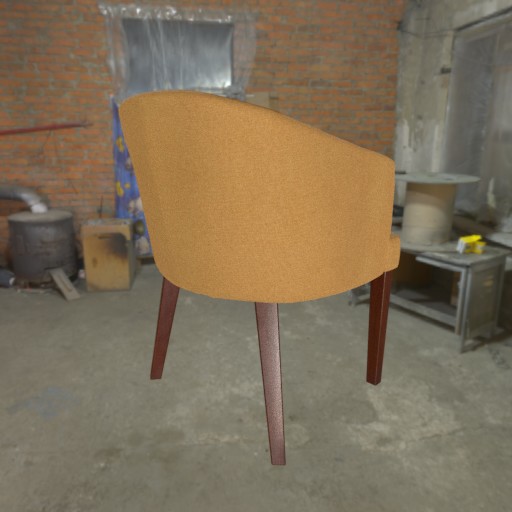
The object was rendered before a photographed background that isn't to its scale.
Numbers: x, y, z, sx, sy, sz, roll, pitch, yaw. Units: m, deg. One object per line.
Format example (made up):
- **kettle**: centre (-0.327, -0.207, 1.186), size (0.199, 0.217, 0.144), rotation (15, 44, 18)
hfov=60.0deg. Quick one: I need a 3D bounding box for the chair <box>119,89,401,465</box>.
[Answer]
- **chair**: centre (0.000, 0.000, 1.214), size (0.655, 0.811, 0.583), rotation (-14, 20, -42)
